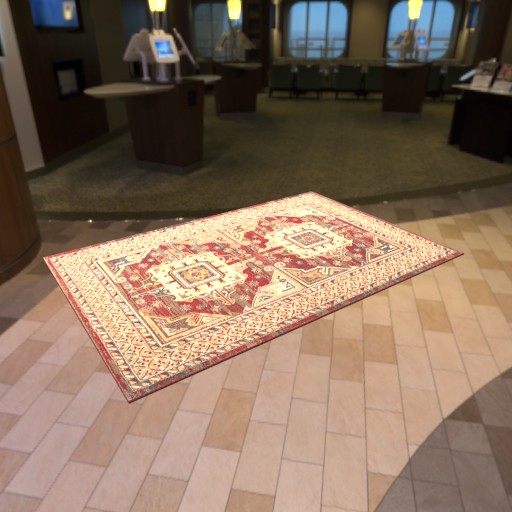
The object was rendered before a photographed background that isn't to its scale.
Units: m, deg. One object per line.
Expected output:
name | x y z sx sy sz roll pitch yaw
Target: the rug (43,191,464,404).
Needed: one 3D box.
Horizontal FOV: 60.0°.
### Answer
rug | 0.000 0.000 5.773 4.578 0.033 3.033 -18 32 -31
